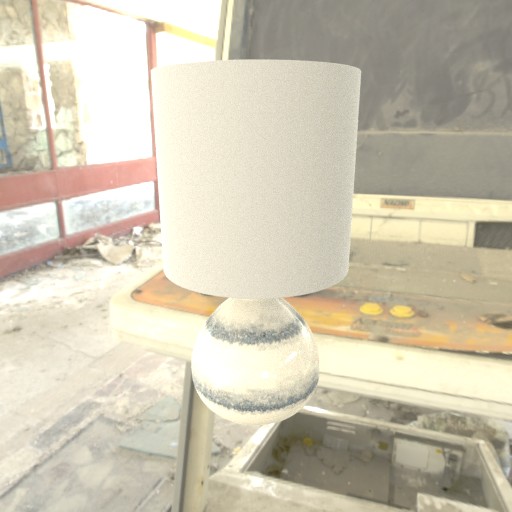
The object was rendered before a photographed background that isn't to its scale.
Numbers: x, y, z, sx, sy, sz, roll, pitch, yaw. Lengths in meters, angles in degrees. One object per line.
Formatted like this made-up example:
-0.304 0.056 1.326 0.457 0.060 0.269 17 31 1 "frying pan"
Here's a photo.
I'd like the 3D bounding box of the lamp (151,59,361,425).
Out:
0.000 0.000 0.527 0.216 0.404 0.216 16 23 42 "lamp"
